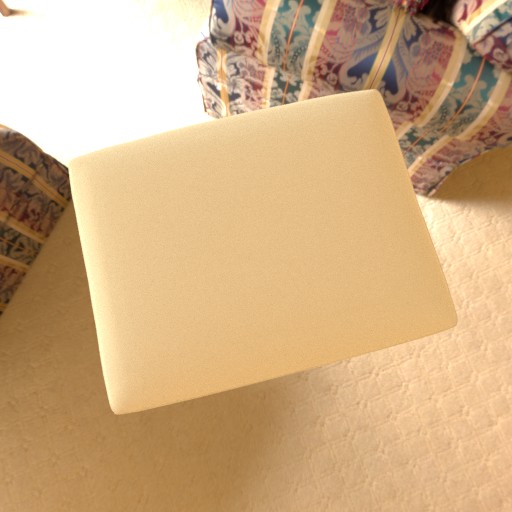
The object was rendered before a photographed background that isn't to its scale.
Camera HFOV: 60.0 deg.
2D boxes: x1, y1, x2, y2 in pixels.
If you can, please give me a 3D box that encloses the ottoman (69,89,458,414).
[{"bbox_3d":[0.000,0.000,1.126,0.741,0.513,0.584,-14,78,-3],"label":"ottoman"}]
